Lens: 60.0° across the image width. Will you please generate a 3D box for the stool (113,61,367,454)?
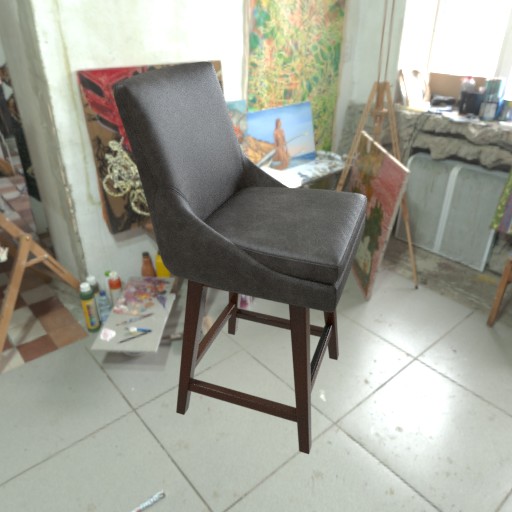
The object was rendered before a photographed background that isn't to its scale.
[{"bbox_3d":[0.000,0.000,1.361,0.587,1.046,0.492,10,31,17],"label":"stool"}]
